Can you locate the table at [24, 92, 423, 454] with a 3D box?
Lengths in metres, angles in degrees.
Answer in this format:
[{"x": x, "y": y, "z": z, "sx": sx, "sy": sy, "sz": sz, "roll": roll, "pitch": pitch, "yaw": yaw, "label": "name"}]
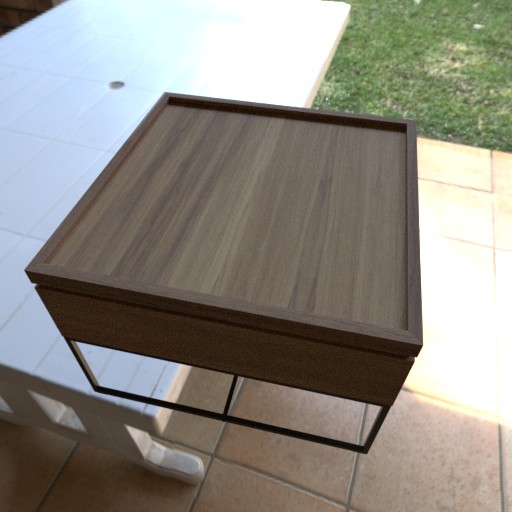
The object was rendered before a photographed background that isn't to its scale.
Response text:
[{"x": 0.000, "y": 0.000, "z": 1.116, "sx": 0.676, "sy": 0.464, "sz": 0.679, "roll": 10, "pitch": 47, "yaw": 9, "label": "table"}]
